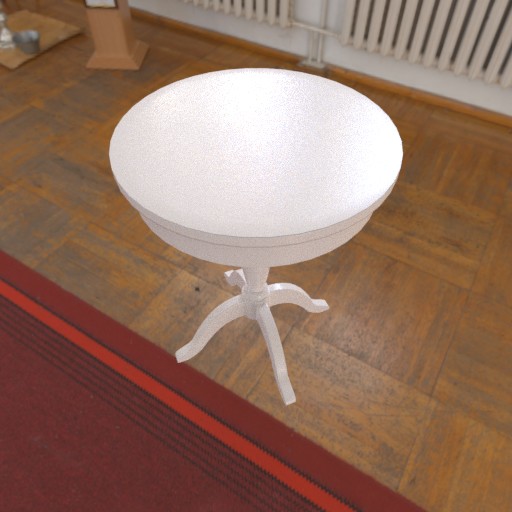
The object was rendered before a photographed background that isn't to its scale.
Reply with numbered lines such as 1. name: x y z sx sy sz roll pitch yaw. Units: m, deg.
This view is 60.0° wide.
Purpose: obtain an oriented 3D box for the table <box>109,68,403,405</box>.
1. table: 0.000 0.000 1.035 0.513 0.653 0.513 0 48 0
